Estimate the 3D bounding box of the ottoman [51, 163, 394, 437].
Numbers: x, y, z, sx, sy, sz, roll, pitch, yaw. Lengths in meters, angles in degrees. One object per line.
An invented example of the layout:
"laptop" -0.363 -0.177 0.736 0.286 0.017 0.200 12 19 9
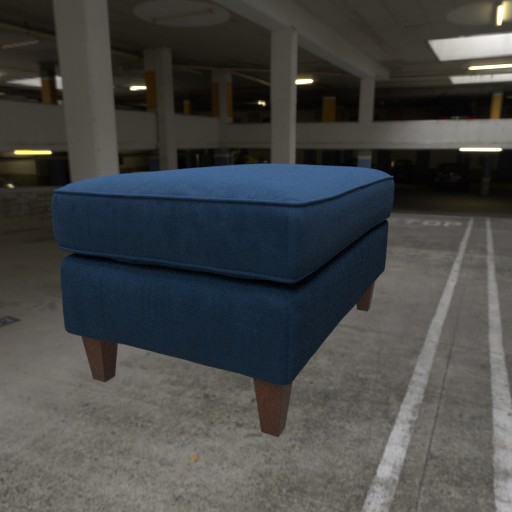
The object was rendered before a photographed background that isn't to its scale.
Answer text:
"ottoman" 0.000 0.000 1.216 0.583 0.484 0.862 7 16 26
